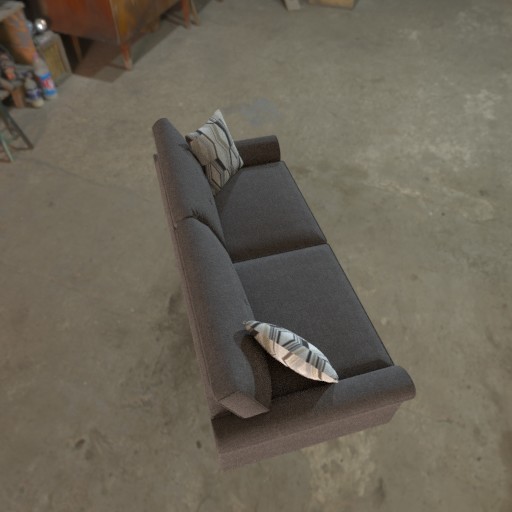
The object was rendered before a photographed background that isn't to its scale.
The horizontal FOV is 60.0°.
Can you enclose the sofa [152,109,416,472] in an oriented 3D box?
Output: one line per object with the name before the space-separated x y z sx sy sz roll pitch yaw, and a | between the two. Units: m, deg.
sofa | 0.000 0.000 2.513 0.889 0.813 2.032 -12 49 -11
